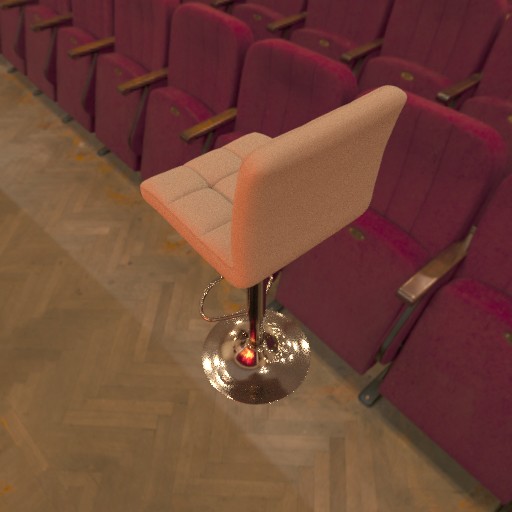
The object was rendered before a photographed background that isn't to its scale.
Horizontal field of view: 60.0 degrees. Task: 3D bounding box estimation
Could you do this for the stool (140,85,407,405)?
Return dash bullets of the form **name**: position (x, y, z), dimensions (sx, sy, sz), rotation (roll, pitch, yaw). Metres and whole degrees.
- **stool**: position (0.000, 0.000, 1.331), dimensions (0.430, 1.115, 0.505), rotation (-32, 54, -26)
